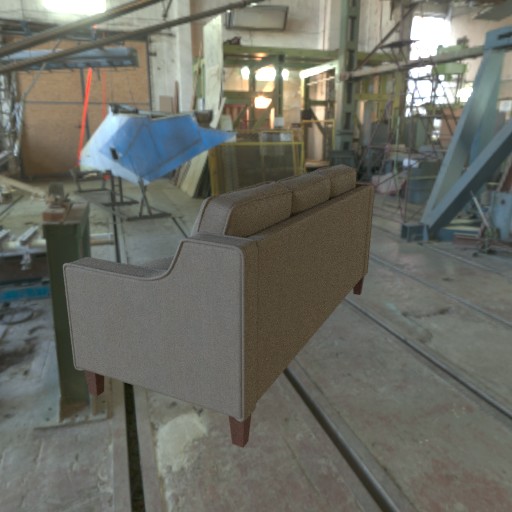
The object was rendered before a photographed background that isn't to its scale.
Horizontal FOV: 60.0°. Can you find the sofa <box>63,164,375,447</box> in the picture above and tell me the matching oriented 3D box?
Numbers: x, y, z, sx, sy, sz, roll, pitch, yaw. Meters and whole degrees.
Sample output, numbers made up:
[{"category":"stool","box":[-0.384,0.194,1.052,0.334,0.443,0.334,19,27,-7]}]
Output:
[{"category":"sofa","box":[0.000,0.000,2.608,0.911,0.974,1.986,8,18,26]}]
